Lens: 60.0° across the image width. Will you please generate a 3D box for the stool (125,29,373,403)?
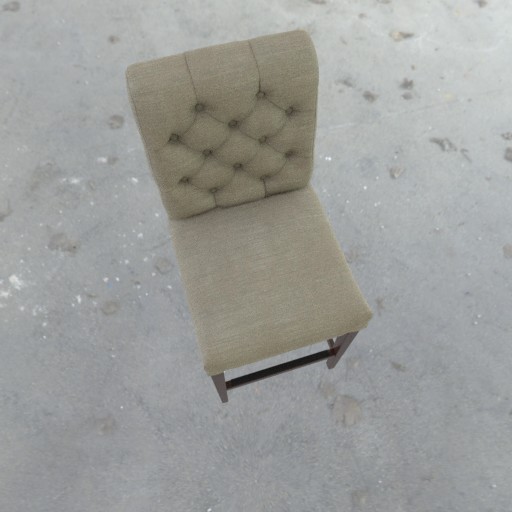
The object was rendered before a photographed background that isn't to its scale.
[{"bbox_3d":[0.000,0.000,1.405,0.486,1.084,0.660,-15,64,-8],"label":"stool"}]
